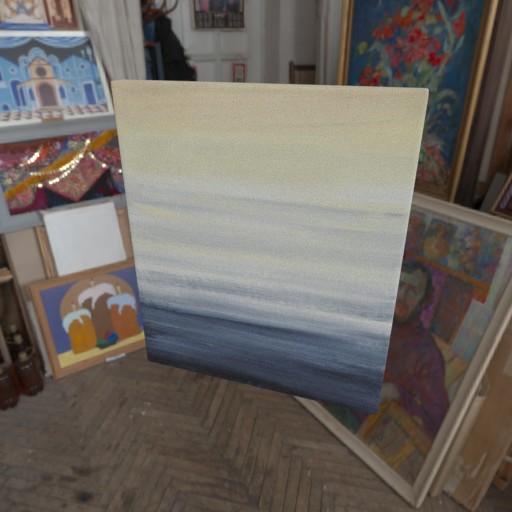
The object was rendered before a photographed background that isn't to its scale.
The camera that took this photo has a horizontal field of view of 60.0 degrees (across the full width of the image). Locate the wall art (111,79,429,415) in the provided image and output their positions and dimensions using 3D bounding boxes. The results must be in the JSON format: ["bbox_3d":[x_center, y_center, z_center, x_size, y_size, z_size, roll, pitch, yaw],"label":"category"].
[{"bbox_3d":[0.000,0.000,0.978,0.608,0.710,0.041,8,27,17],"label":"wall art"}]
